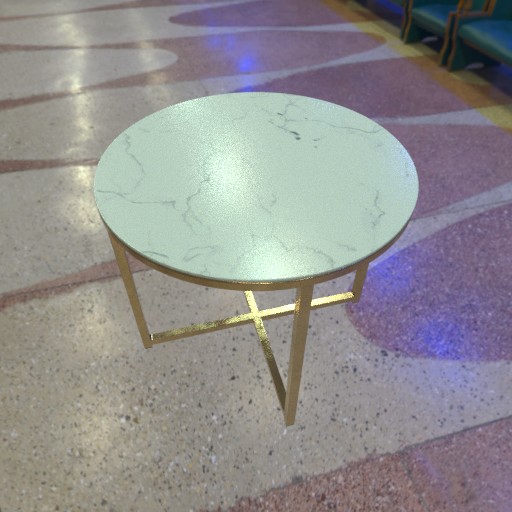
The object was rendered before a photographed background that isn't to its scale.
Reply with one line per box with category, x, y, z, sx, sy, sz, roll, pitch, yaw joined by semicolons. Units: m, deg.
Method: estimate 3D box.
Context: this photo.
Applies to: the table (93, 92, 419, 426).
table;0.000;0.000;0.851;0.500;0.420;0.500;0;45;0
